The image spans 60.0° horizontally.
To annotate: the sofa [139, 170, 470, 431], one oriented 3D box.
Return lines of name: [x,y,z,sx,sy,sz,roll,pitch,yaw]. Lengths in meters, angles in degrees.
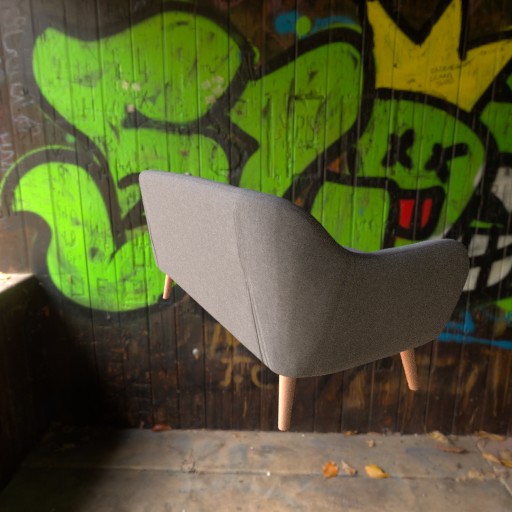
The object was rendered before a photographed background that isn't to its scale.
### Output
sofa: [0.000,0.000,2.184,0.820,0.820,1.840,-7,15,-26]
